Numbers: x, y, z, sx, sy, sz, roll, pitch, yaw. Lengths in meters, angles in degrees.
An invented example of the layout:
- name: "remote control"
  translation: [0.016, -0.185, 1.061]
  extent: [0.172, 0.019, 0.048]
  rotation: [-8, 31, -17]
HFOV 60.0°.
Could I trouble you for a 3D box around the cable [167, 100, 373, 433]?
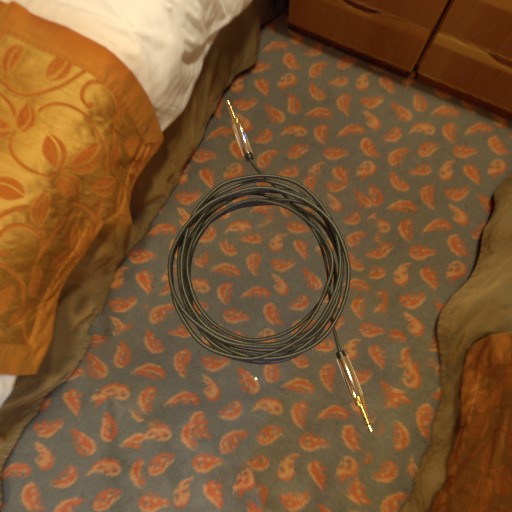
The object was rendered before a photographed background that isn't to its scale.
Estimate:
- name: "cable"
  translation: [0.000, 0.000, 0.492]
  extent: [0.198, 0.069, 0.432]
  rotation: [-19, 75, -5]
